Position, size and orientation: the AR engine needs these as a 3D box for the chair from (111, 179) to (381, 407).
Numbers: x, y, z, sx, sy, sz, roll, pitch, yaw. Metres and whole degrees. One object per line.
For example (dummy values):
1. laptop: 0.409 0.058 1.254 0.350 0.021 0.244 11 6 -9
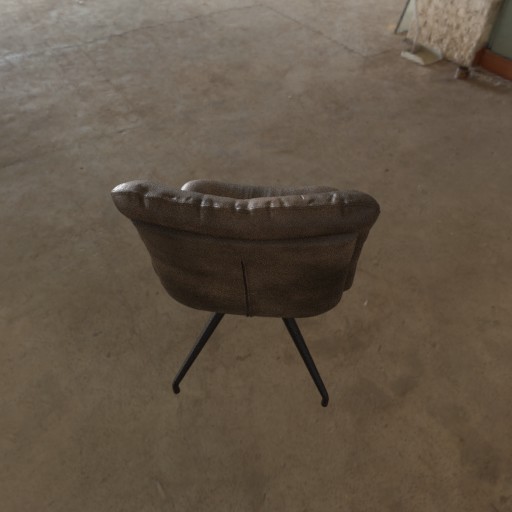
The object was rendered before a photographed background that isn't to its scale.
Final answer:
1. chair: 0.000 0.000 1.263 0.549 0.870 0.622 4 46 4
